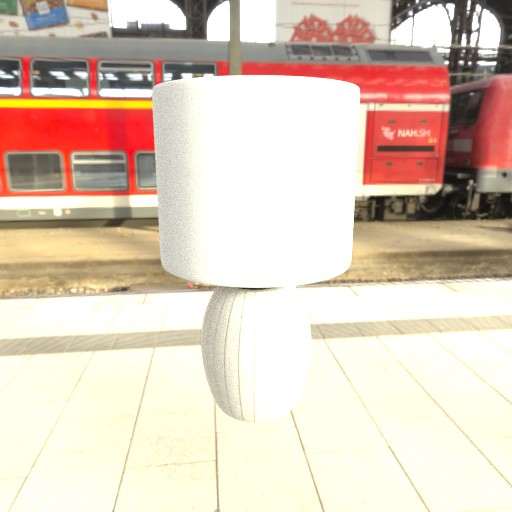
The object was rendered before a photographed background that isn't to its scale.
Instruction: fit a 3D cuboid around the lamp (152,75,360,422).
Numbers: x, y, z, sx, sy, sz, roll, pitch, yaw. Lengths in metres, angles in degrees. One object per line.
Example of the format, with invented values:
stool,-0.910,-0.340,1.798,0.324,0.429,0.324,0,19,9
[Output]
lamp,0.000,0.000,0.780,0.328,0.570,0.328,0,14,0
